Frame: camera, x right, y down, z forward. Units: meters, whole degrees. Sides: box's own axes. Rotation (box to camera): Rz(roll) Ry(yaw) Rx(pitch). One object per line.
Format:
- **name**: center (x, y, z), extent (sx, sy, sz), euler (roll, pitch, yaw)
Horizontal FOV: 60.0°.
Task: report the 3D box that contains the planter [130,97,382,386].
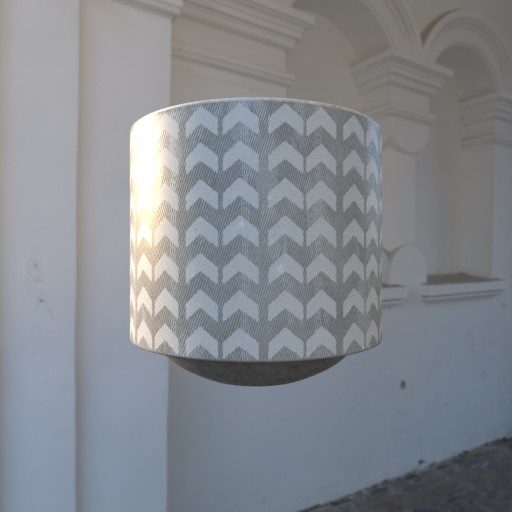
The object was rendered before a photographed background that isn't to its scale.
- **planter**: center (0.000, 0.000, 0.347), extent (0.190, 0.181, 0.190), euler (0, 0, 0)
